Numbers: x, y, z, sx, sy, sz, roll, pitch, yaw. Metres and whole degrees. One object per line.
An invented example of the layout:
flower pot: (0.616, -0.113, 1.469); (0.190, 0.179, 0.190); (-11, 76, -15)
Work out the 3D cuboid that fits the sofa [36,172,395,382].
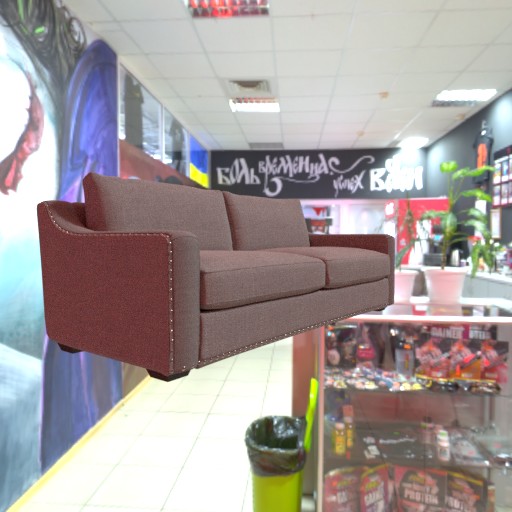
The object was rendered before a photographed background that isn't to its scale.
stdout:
sofa: (0.000, 0.000, 2.724); (1.000, 0.857, 2.208); (2, 3, 38)
